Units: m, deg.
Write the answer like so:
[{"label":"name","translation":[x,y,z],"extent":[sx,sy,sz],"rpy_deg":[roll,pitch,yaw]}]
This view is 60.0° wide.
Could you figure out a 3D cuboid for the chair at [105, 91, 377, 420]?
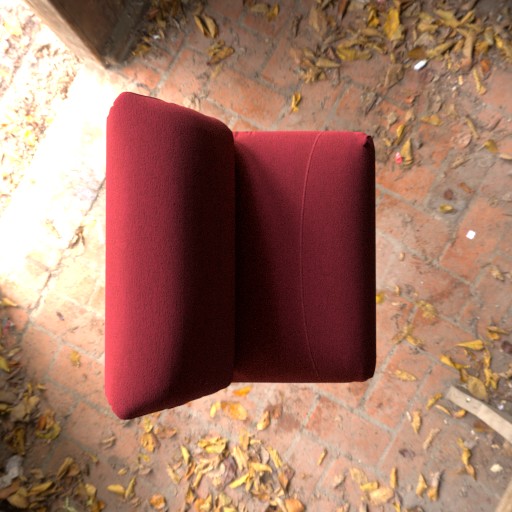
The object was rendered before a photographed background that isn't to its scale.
[{"label":"chair","translation":[0.000,0.000,1.335],"extent":[0.780,0.580,0.820],"rpy_deg":[0,89,2]}]
